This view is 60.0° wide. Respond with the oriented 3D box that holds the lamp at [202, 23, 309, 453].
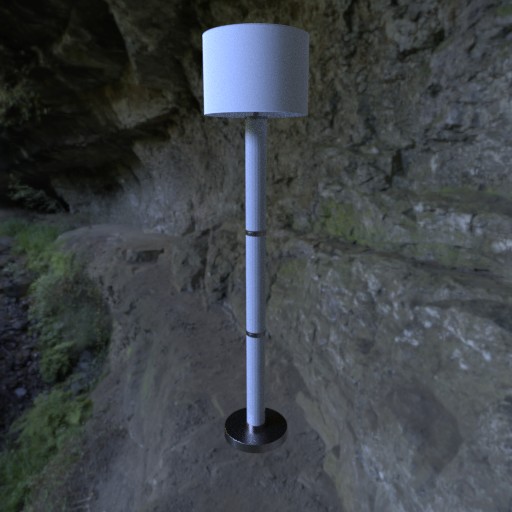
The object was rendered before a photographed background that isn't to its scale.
[{"bbox_3d":[0.000,0.000,1.755,0.377,1.599,0.377,2,15,10],"label":"lamp"}]
